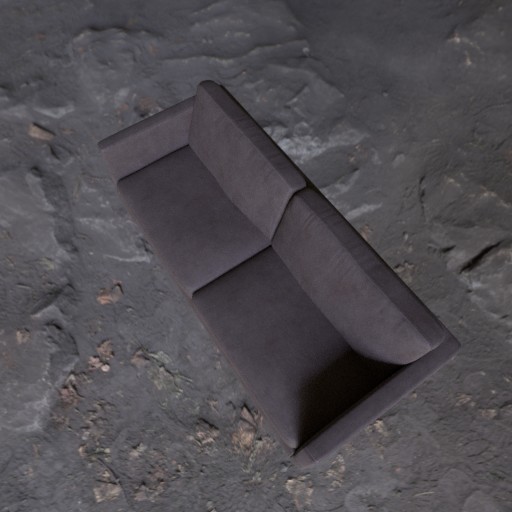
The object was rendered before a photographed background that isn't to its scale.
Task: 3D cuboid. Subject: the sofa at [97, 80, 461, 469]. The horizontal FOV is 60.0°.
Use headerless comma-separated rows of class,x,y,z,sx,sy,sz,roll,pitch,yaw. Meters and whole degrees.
sofa,0.000,0.000,2.666,0.951,0.965,2.208,-31,67,-15
